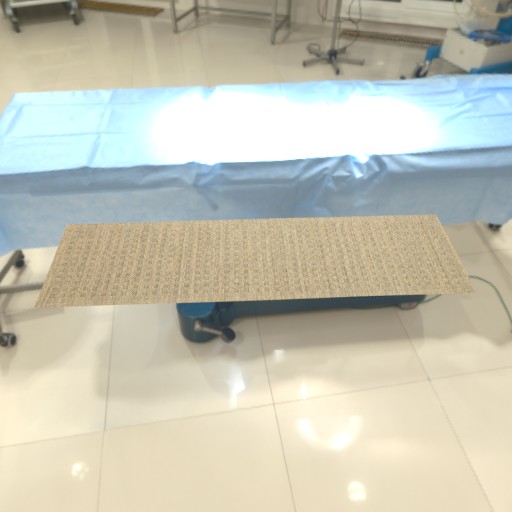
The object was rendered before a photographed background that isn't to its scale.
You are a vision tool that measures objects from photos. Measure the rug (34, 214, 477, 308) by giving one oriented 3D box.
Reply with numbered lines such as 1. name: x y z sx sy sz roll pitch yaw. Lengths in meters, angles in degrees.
1. rug: 0.000 0.000 2.681 2.437 0.005 0.688 -2 45 -2
